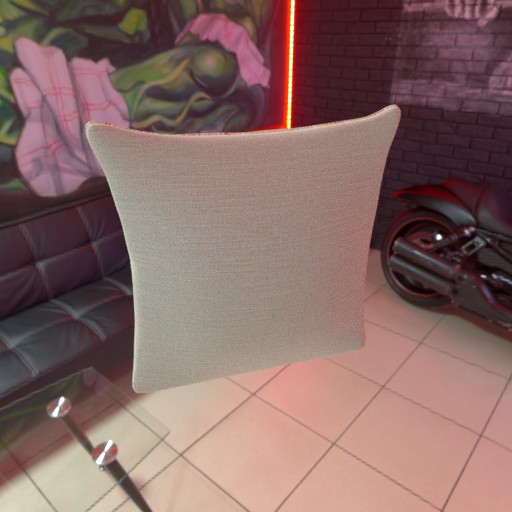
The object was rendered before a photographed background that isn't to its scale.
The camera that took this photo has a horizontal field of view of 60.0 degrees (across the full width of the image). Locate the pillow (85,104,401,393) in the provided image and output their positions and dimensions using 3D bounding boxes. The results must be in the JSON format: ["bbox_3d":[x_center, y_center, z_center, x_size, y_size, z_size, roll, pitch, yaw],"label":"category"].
[{"bbox_3d":[0.000,0.000,0.712,0.451,0.449,0.191,-8,27,-15],"label":"pillow"}]
